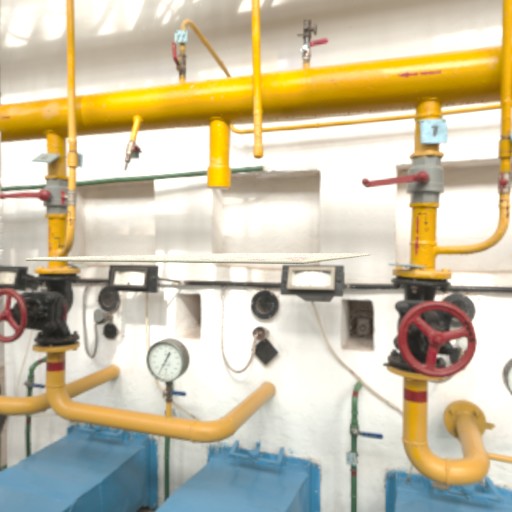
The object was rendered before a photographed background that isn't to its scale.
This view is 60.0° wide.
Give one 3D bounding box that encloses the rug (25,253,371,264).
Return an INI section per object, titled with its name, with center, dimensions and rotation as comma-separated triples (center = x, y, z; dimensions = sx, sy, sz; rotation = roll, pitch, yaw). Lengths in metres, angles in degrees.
[rug]
center = 0.000, 0.000, 1.405
dimensions = 0.604, 0.007, 1.219
rotation = 0, 1, 20
